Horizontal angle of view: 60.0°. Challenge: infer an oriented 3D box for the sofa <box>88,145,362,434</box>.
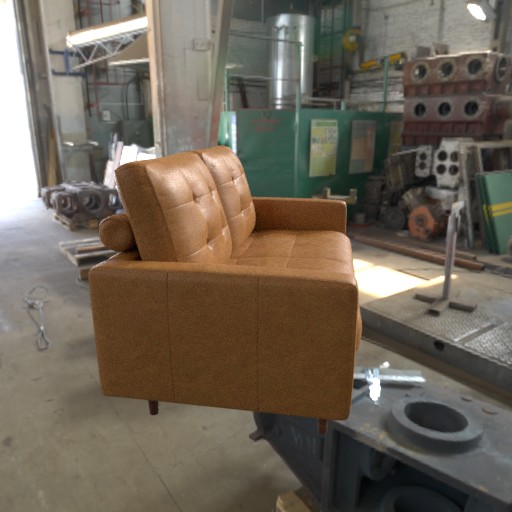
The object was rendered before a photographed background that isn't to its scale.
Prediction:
[{"bbox_3d":[0.000,0.000,1.958,0.868,0.898,1.430,3,17,9],"label":"sofa"}]
